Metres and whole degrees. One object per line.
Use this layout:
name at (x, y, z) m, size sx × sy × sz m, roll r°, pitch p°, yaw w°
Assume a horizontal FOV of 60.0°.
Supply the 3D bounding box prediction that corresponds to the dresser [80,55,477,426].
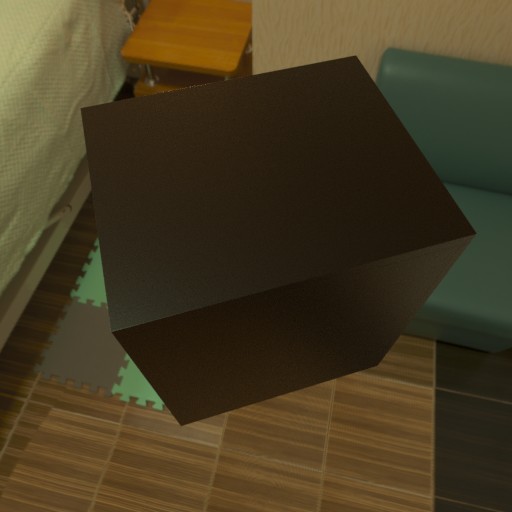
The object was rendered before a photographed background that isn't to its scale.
dresser at (0.000, 0.000, 0.748) m, size 0.400 × 0.470 × 0.360 m, roll -14°, pitch 60°, yaw -9°
